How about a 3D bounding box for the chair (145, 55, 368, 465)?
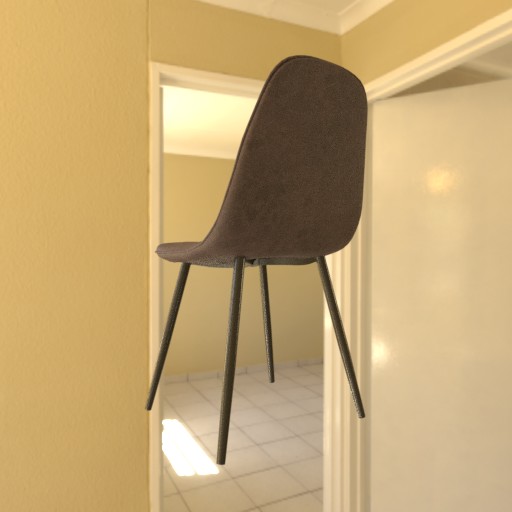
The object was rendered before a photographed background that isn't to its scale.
[{"bbox_3d":[0.000,0.000,1.228,0.472,0.889,0.561,-1,1,-36],"label":"chair"}]
